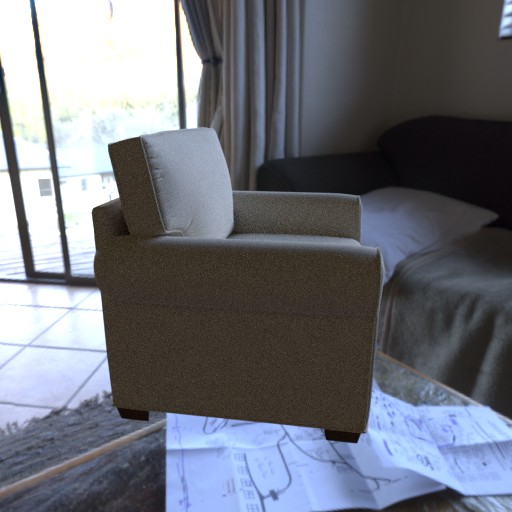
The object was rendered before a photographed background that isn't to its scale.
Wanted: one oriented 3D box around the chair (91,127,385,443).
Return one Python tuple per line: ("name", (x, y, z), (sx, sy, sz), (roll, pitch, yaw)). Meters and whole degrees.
("chair", (0.000, 0.000, 1.732), (0.863, 0.955, 1.040), (3, 18, 8))
